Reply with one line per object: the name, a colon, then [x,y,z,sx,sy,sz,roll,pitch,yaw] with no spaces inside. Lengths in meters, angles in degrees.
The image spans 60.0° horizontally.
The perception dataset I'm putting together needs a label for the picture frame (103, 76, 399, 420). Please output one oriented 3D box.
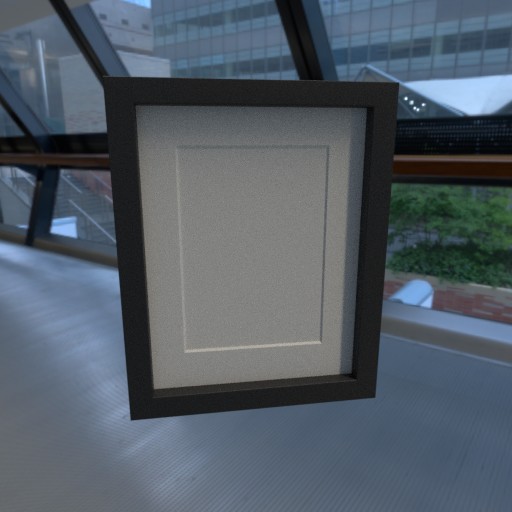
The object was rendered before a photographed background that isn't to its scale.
picture frame: [0.000,0.000,0.518,0.307,0.383,0.036,-2,15,-9]
